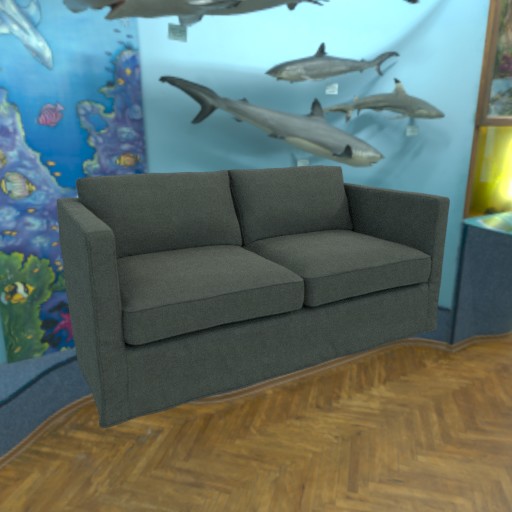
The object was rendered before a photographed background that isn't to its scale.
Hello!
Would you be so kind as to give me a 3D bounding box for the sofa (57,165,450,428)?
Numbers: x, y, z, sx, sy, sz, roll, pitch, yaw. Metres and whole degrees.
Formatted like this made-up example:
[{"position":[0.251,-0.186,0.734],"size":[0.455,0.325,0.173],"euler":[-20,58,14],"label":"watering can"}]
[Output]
[{"position":[0.000,0.000,2.303],"size":[1.802,0.854,0.974],"euler":[-8,17,-28],"label":"sofa"}]
